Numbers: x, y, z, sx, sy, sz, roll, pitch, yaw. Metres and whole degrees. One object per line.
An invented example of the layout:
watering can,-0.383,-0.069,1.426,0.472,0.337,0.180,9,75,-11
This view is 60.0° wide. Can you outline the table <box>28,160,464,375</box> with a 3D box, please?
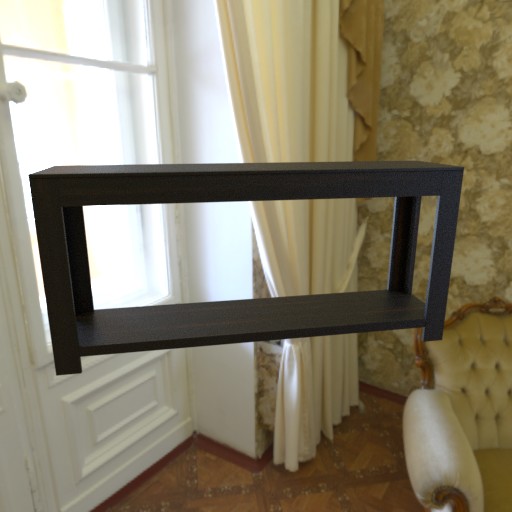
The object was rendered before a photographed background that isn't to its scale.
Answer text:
table,0.000,0.000,1.913,1.631,0.762,0.384,-3,16,-10
